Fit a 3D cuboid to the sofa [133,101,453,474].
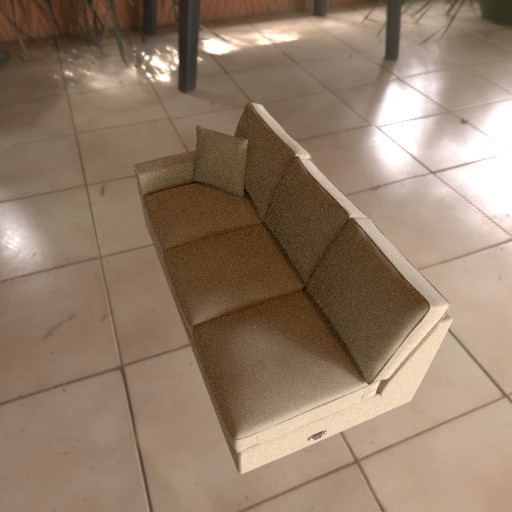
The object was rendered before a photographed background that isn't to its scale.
[{"bbox_3d":[0.000,0.000,2.581,1.034,0.946,1.962,-16,46,-16],"label":"sofa"}]
